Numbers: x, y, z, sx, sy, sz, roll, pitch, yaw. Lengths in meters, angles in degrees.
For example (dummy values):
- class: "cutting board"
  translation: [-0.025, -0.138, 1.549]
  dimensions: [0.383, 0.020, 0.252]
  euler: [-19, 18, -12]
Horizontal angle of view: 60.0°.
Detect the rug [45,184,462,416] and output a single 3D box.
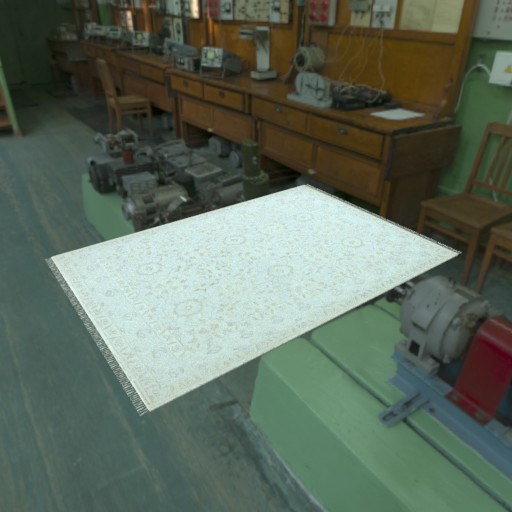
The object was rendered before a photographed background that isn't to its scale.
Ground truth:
- class: "rug"
  translation: [0.000, 0.000, 2.864]
  dimensions: [2.233, 0.011, 1.514]
  euler: [-20, 36, -30]
